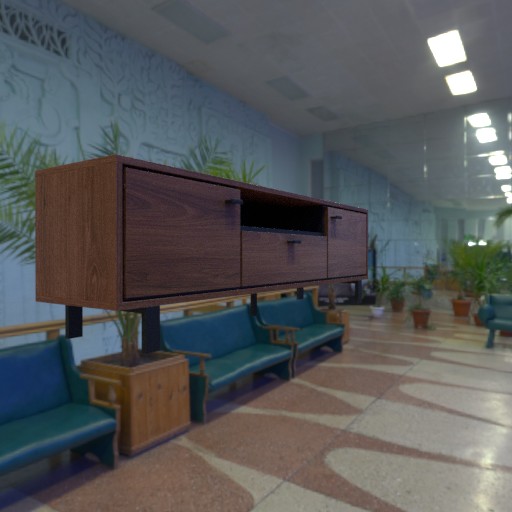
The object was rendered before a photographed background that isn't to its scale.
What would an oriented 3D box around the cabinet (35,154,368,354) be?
[{"bbox_3d":[0.000,0.000,1.842,0.400,0.500,1.650,0,0,35],"label":"cabinet"}]
